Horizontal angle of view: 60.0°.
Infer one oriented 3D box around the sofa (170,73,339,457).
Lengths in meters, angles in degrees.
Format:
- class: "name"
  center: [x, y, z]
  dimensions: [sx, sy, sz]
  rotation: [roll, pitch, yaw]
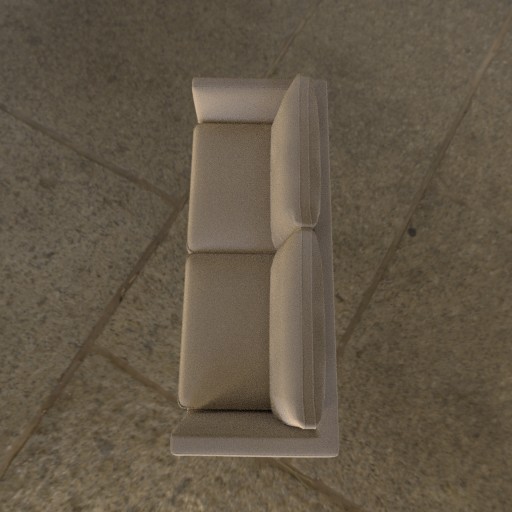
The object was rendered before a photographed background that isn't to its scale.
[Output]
- class: "sofa"
  center: [0.000, 0.000, 2.732]
  dimensions: [0.868, 1.005, 2.214]
  rotation: [1, 74, 0]
